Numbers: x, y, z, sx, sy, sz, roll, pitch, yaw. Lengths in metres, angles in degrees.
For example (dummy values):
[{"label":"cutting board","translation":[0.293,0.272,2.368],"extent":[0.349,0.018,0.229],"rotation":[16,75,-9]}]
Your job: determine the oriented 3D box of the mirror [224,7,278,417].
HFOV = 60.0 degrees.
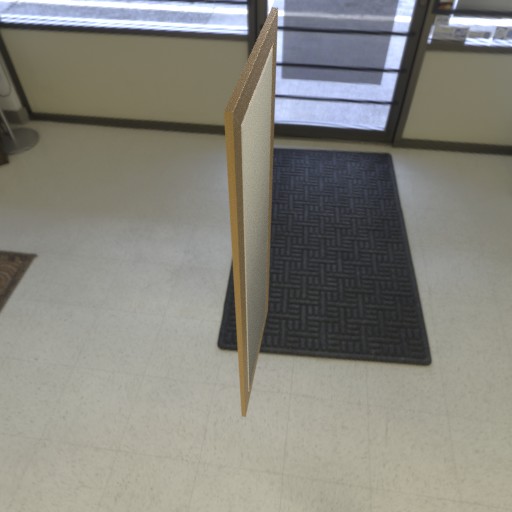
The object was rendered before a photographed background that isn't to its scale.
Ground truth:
[{"label":"mirror","translation":[0.000,0.000,2.228],"extent":[0.025,2.031,0.812],"rotation":[8,48,7]}]
